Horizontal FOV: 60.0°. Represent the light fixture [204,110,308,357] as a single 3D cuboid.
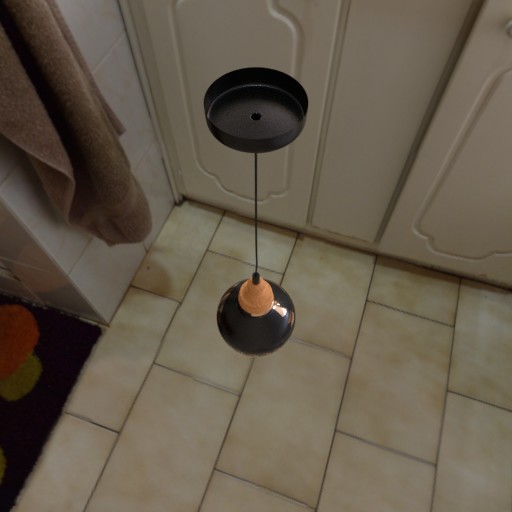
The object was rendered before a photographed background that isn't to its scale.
[{"bbox_3d":[0.000,0.000,1.856,0.430,1.606,0.430,19,61,11],"label":"light fixture"}]
